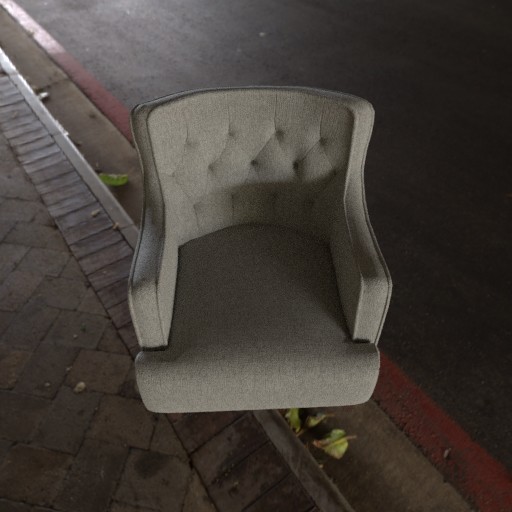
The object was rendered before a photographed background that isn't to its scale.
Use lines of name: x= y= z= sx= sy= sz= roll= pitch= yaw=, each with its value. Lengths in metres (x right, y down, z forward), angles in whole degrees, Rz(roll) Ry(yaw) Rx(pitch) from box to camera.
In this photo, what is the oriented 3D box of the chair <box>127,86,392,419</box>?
chair: x=0.000 y=0.000 z=1.591 sx=0.820 sy=0.920 sz=0.910 roll=-2 pitch=45 yaw=-2
